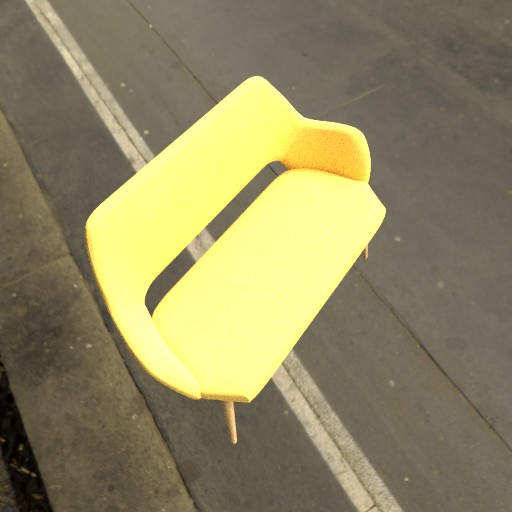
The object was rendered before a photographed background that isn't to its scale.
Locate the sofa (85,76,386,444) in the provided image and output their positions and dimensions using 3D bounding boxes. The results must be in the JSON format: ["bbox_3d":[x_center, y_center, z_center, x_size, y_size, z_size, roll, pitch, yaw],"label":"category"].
[{"bbox_3d":[0.000,0.000,1.634,0.610,0.840,1.150,32,63,18],"label":"sofa"}]
